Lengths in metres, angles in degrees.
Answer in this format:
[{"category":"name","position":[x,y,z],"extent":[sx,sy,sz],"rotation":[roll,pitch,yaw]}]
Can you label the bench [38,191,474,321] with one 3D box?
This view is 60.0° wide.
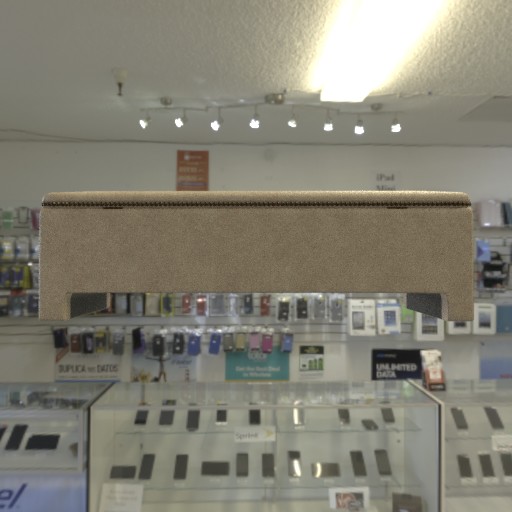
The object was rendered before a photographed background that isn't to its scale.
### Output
[{"category":"bench","position":[0.000,0.000,1.717],"extent":[1.482,0.447,0.470],"rotation":[0,-1,0]}]
